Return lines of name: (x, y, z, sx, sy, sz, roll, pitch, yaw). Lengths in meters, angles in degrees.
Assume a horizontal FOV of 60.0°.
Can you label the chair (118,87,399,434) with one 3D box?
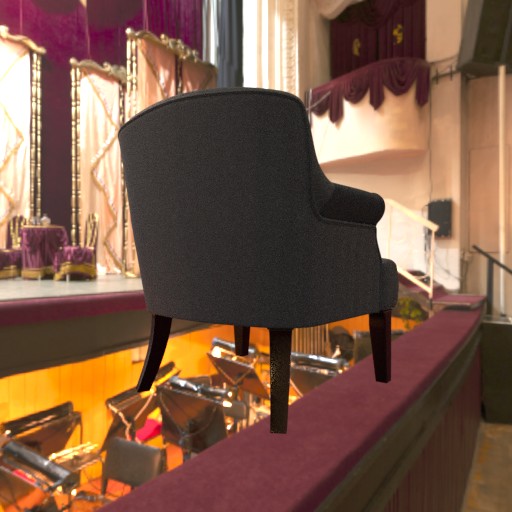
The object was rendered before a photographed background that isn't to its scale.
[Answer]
chair: (0.000, 0.000, 1.488, 0.770, 0.878, 0.754, 0, 1, 37)
